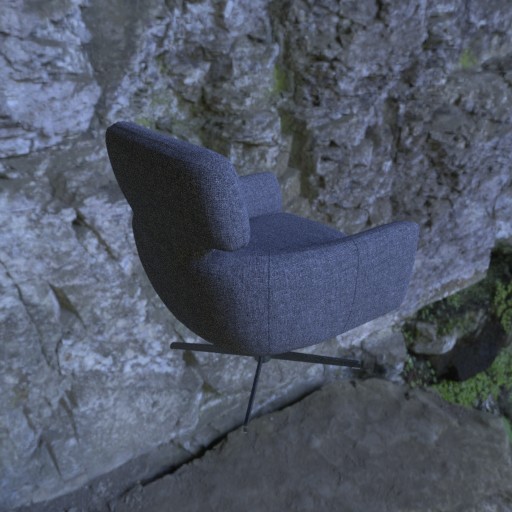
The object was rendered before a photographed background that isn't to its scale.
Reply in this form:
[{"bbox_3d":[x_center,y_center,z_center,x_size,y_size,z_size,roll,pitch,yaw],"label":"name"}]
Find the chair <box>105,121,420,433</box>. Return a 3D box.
[{"bbox_3d":[0.000,0.000,1.364,0.715,0.812,0.706,-17,31,-32],"label":"chair"}]
